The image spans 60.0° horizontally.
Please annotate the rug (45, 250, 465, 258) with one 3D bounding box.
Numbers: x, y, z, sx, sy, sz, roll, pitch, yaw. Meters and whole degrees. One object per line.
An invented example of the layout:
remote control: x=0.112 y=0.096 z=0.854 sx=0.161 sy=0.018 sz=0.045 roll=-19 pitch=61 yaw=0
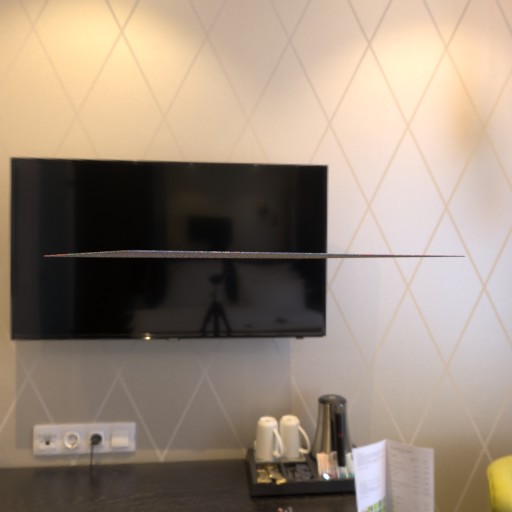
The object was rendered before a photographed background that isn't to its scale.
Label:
rug: x=0.000 y=0.000 z=3.688 sx=2.896 sy=0.013 sz=2.007 roll=1 pitch=-1 yaw=-35
